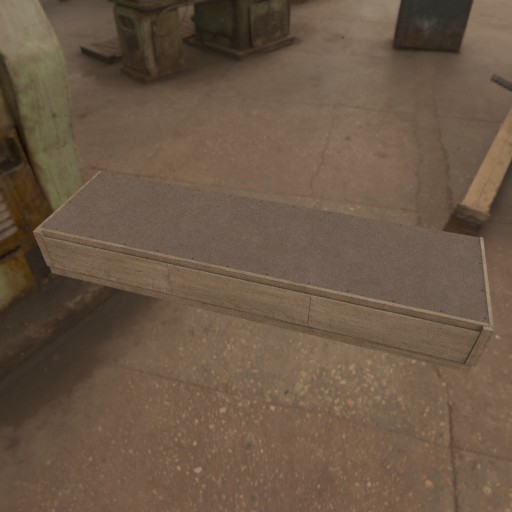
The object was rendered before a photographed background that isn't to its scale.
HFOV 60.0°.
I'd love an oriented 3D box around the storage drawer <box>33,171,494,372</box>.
[{"bbox_3d":[0.000,0.000,2.210,2.072,0.274,0.591,12,43,13],"label":"storage drawer"}]
